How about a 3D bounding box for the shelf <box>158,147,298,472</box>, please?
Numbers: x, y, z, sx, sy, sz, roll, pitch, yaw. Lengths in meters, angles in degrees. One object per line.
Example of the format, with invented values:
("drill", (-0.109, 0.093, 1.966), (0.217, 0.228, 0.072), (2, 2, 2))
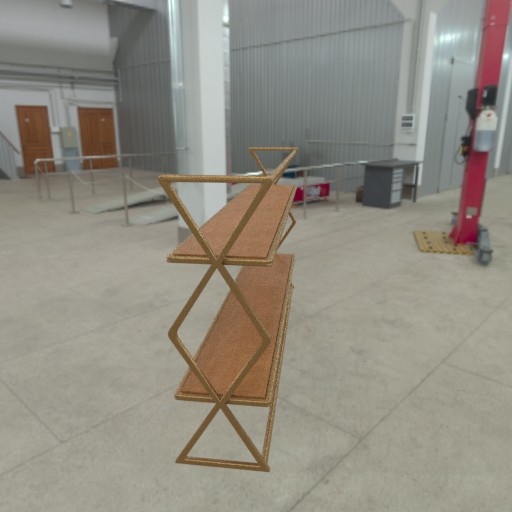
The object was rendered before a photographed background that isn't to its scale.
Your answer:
("shelf", (0.000, 0.000, 1.018), (0.150, 0.450, 0.822), (2, 16, 7))
